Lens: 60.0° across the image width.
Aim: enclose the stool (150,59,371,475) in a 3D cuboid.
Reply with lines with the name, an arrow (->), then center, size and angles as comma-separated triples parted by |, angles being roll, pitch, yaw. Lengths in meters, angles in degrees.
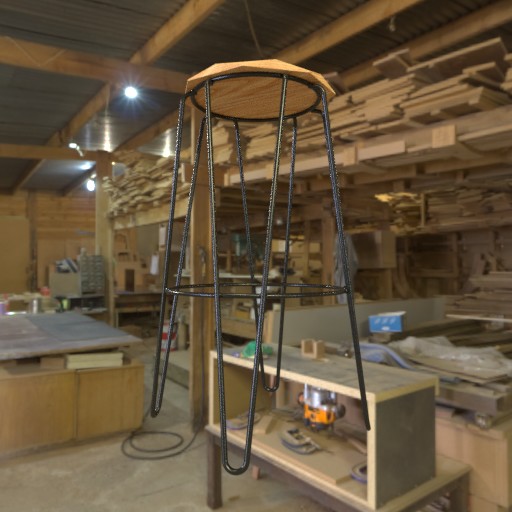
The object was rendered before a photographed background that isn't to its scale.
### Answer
stool -> 0.000, 0.000, 0.808 | 0.326, 0.610, 0.326 | 0, -1, -36
